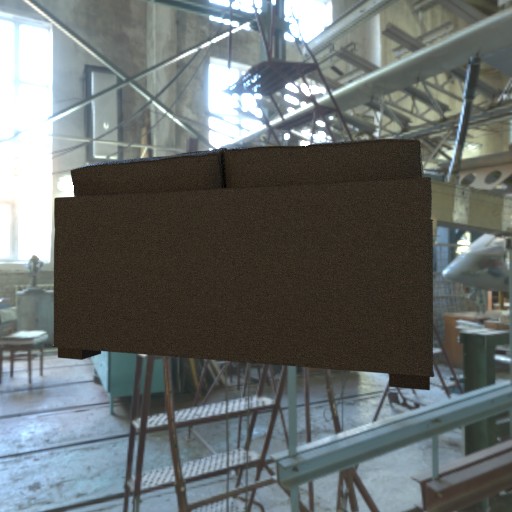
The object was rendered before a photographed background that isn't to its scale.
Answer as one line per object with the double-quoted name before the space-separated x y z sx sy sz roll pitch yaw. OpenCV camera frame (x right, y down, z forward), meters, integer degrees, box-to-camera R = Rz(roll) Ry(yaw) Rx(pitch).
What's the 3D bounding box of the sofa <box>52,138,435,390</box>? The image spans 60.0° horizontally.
"sofa" 0.000 0.000 2.128 1.534 0.887 0.974 0 0 18
